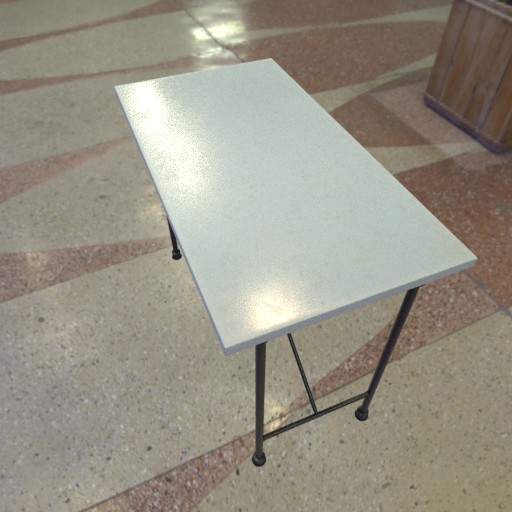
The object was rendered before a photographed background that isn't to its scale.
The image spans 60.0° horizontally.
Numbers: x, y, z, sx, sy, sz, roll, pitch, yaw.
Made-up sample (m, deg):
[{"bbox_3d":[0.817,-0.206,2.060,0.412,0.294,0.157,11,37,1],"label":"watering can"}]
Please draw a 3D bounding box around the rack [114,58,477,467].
[{"bbox_3d":[0.000,0.000,1.615,0.613,0.880,1.159,-17,49,-15],"label":"rack"}]
